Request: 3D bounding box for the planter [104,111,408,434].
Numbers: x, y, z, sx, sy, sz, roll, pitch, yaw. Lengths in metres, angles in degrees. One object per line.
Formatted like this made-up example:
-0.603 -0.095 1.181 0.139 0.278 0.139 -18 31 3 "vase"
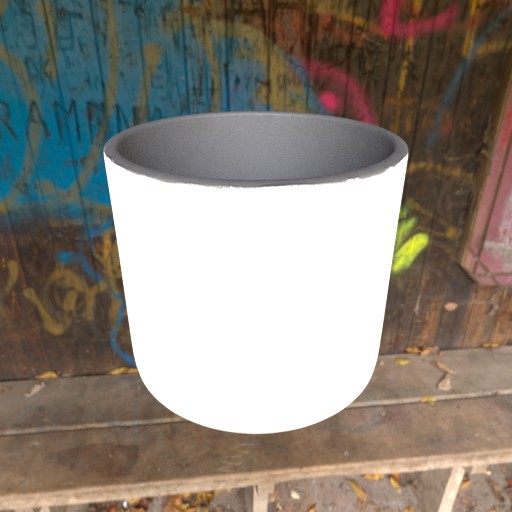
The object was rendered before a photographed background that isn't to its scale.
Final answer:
0.000 0.000 0.375 0.221 0.201 0.221 0 28 0 "planter"
